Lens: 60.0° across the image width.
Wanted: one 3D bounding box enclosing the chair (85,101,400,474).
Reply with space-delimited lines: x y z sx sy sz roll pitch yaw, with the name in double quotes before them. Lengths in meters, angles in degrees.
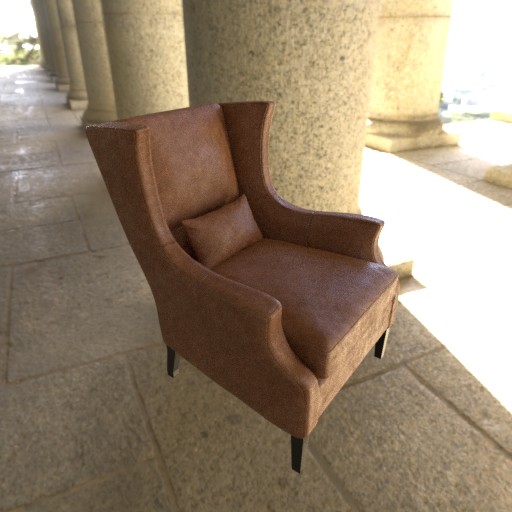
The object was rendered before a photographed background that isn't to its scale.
"chair" 0.000 0.000 1.675 0.926 1.016 0.853 18 32 31
